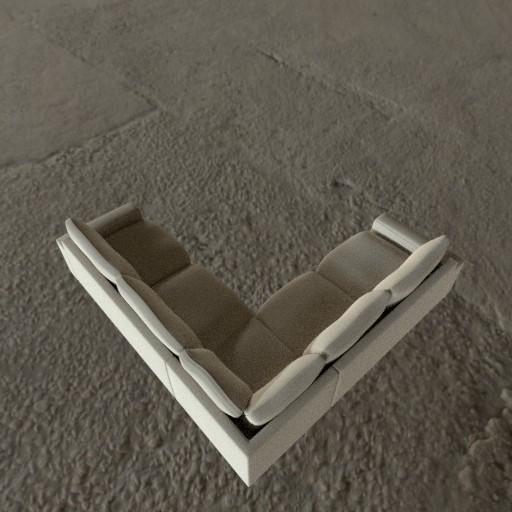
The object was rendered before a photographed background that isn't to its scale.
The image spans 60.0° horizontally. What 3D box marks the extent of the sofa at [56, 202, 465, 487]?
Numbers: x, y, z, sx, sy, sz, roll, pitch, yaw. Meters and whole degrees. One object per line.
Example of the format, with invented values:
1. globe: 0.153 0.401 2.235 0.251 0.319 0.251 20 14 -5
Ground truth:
1. sofa: 0.000 0.000 4.849 3.066 0.918 3.206 -34 56 -27
